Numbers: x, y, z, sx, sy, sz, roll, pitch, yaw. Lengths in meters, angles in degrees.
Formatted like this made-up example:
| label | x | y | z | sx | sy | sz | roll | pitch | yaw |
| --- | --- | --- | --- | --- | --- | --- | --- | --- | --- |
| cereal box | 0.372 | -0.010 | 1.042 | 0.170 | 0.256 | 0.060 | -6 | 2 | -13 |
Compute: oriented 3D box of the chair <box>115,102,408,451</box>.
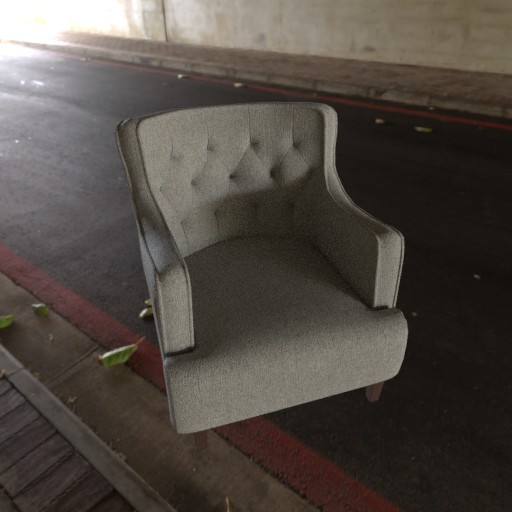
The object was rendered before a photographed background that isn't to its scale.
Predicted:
| label | x | y | z | sx | sy | sz | roll | pitch | yaw |
| --- | --- | --- | --- | --- | --- | --- | --- | --- | --- |
| chair | 0.000 | 0.000 | 1.591 | 0.820 | 0.920 | 0.910 | -10 | 32 | -16 |
